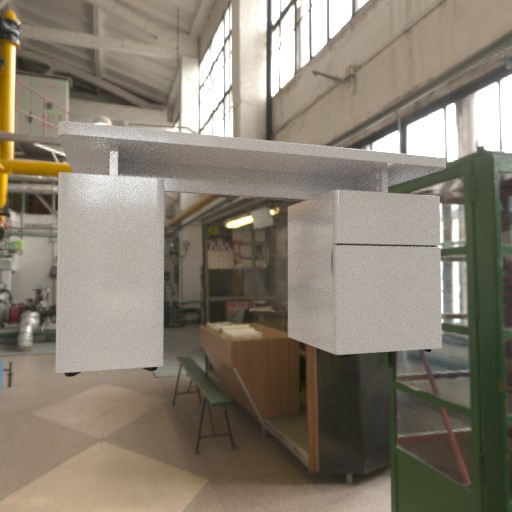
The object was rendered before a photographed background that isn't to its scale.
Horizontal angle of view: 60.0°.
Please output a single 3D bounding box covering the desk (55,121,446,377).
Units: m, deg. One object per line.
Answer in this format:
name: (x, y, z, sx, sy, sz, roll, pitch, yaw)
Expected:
desk: (0.000, 0.000, 1.758, 1.400, 0.762, 0.550, 1, -2, -18)
